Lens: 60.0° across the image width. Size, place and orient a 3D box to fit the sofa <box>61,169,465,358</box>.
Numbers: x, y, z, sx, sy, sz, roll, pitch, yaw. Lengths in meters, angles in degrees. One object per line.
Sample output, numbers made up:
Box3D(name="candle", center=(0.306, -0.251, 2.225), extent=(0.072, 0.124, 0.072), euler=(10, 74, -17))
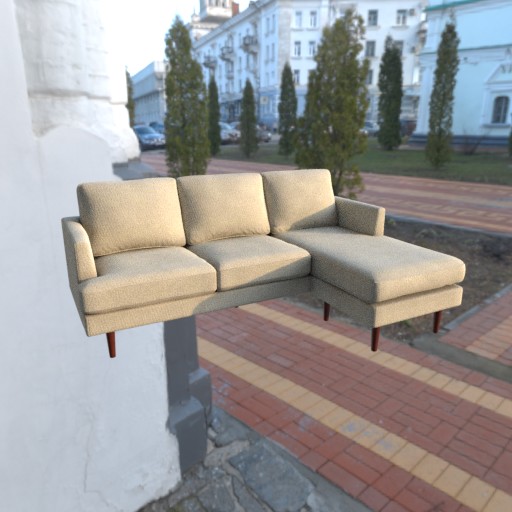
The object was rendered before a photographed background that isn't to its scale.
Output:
Box3D(name="sofa", center=(0.000, 0.000, 2.919), extent=(2.233, 0.956, 1.504), euler=(-9, 19, -26))
